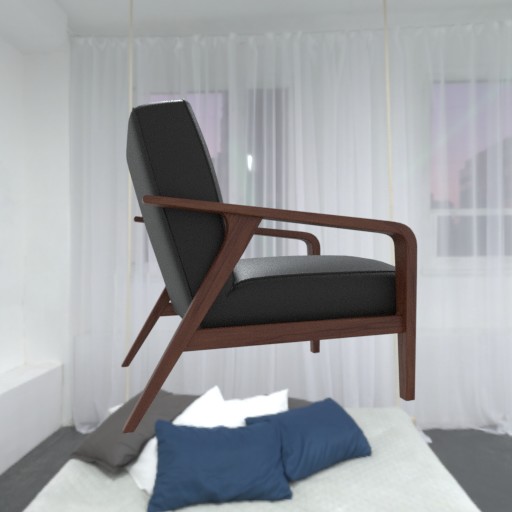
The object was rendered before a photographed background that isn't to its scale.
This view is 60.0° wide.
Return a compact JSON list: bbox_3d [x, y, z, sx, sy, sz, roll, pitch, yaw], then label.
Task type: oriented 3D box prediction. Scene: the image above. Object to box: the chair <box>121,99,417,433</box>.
[{"bbox_3d":[0.000,0.000,1.531,0.889,0.861,0.719,0,0,-17],"label":"chair"}]
